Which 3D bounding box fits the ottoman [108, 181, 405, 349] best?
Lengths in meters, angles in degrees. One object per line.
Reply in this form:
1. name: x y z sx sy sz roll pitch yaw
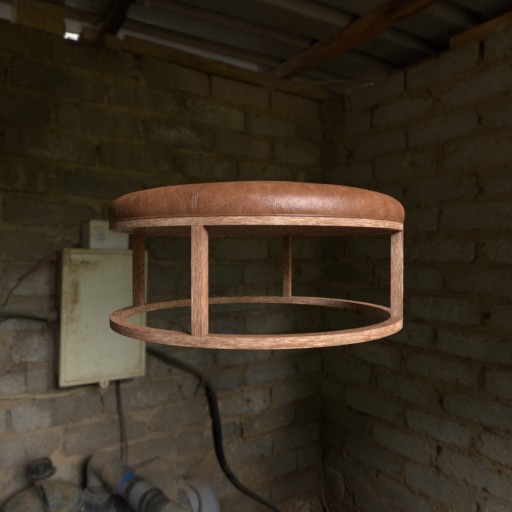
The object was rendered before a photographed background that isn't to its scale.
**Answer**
1. ottoman: 0.000 0.000 1.584 1.006 0.445 1.006 0 1 0
